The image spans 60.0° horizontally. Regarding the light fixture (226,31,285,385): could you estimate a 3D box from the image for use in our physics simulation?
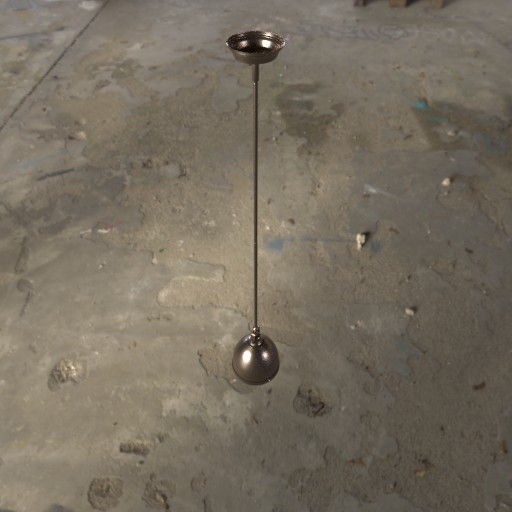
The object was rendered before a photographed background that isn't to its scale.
[{"bbox_3d":[0.000,0.000,1.472,0.211,1.367,0.217,16,48,15],"label":"light fixture"}]
